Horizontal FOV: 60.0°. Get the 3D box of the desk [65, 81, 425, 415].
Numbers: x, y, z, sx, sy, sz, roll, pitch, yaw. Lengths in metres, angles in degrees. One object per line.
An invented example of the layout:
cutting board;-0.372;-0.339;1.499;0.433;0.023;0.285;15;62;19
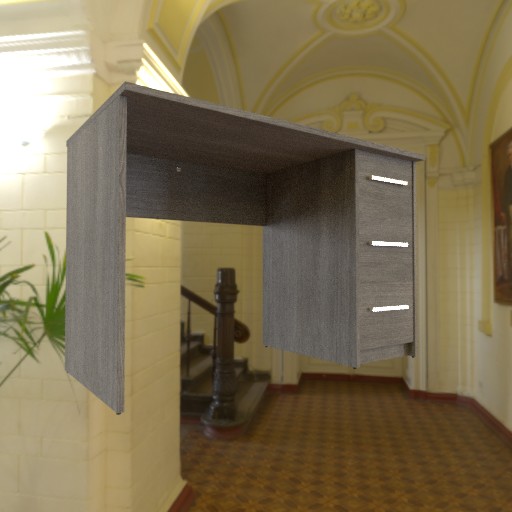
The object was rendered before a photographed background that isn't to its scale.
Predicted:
desk;0.000;0.000;1.503;1.097;0.735;0.560;1;-2;-35
